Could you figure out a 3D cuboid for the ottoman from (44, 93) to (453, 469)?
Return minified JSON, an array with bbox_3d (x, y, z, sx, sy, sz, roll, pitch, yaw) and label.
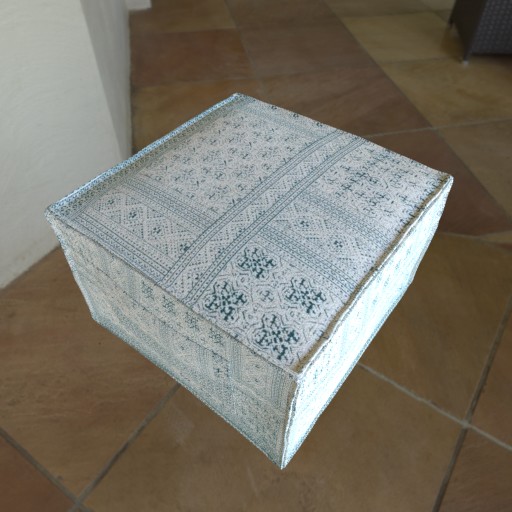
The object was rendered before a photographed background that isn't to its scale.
[{"bbox_3d":[0.000,0.000,1.046,0.617,0.439,0.626,30,54,24],"label":"ottoman"}]
